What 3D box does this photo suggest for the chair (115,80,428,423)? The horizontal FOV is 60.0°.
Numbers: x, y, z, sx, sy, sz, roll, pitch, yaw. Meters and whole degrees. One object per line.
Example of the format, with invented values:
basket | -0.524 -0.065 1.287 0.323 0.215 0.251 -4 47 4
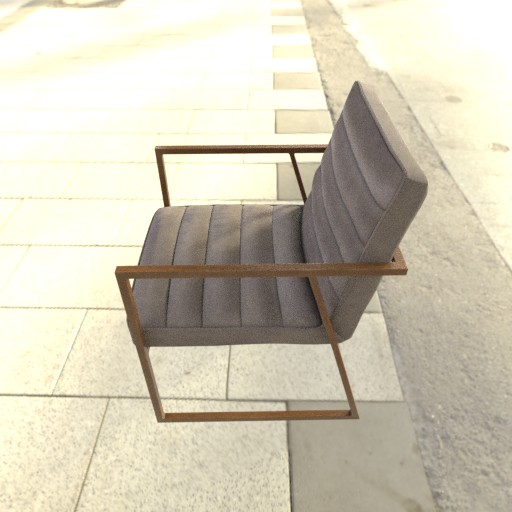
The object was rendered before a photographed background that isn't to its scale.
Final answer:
chair | 0.000 0.000 1.300 0.682 0.843 0.578 -1 41 -1
